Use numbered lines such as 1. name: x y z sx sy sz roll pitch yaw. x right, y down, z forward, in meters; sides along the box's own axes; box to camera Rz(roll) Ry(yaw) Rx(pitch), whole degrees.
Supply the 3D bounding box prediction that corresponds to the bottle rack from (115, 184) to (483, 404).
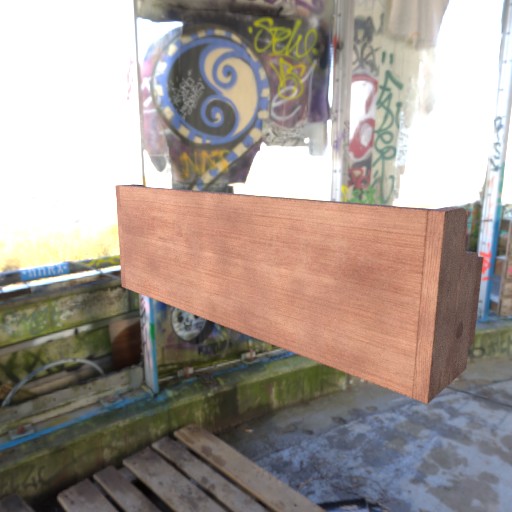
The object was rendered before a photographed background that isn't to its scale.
1. bottle rack: 0.000 0.000 0.680 0.608 0.196 0.126 12 17 43
